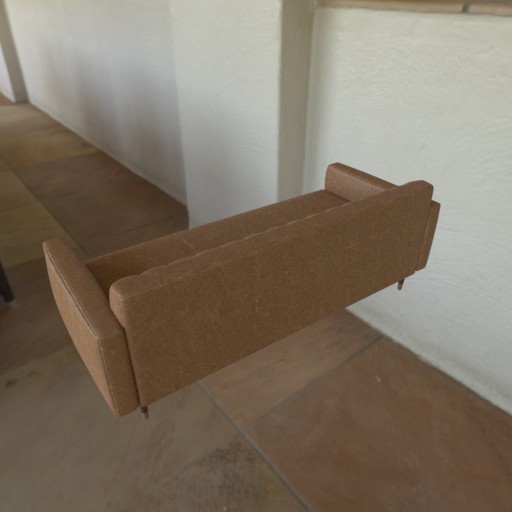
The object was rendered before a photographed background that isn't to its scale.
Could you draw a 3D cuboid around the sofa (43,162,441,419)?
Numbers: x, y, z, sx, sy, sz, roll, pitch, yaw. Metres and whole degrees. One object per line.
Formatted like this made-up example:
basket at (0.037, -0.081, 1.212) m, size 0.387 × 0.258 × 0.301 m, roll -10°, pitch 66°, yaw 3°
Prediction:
sofa at (0.000, 0.000, 2.763) m, size 2.291 × 0.821 × 0.990 m, roll -20°, pitch 37°, yaw -29°
